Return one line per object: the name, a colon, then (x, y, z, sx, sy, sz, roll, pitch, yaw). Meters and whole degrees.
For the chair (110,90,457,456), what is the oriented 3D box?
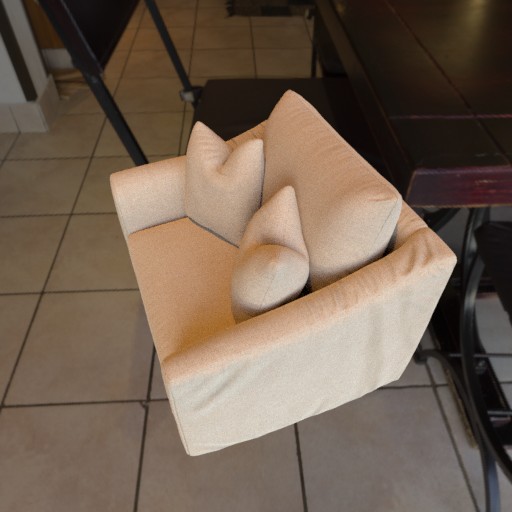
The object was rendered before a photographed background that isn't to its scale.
chair: (0.000, 0.000, 2.008, 1.071, 1.093, 1.194, -16, 48, -15)
